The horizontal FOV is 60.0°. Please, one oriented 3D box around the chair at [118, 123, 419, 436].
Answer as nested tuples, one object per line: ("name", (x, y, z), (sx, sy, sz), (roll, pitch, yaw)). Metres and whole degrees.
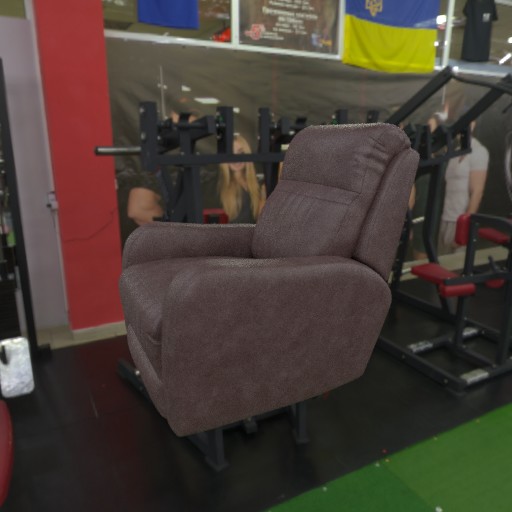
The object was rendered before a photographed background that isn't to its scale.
("chair", (0.000, 0.000, 1.857), (1.067, 1.067, 0.865), (-7, 17, -25))
